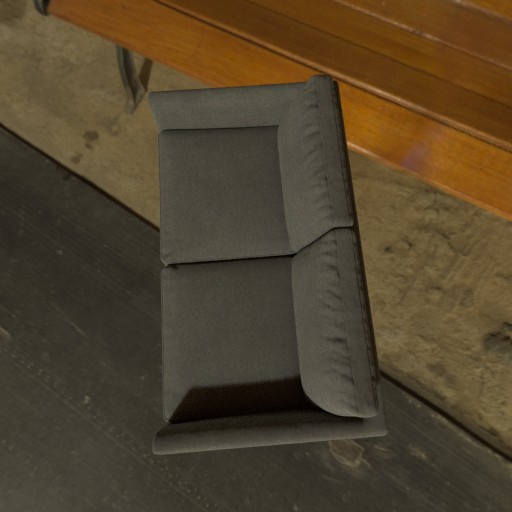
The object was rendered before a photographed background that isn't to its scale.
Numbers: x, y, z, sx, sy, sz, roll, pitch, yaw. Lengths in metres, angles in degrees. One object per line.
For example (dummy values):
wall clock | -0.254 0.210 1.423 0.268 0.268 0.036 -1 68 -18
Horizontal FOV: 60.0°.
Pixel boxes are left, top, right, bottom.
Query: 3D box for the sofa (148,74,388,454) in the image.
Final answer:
sofa | 0.000 0.000 2.459 1.091 0.845 1.909 -4 75 -1
